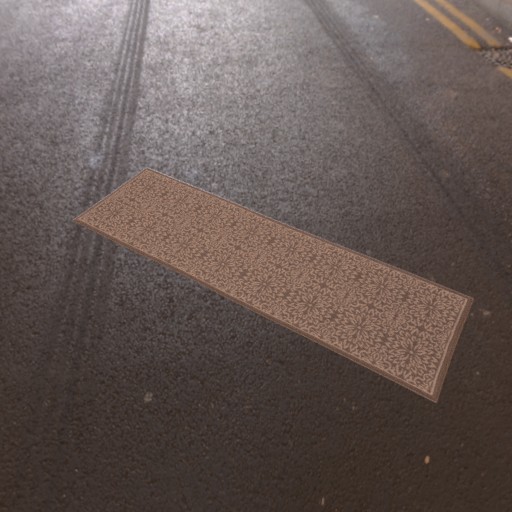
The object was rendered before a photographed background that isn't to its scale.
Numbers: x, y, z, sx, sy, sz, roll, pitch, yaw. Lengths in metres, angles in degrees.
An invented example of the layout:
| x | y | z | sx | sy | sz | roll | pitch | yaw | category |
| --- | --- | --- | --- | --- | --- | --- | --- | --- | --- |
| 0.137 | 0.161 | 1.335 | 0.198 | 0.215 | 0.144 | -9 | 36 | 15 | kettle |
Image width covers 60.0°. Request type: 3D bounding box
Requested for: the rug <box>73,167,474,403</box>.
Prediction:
| x | y | z | sx | sy | sz | roll | pitch | yaw | category |
| --- | --- | --- | --- | --- | --- | --- | --- | --- | --- |
| 0.000 | 0.000 | 2.458 | 2.196 | 0.011 | 0.662 | 24 | 50 | 22 | rug |
